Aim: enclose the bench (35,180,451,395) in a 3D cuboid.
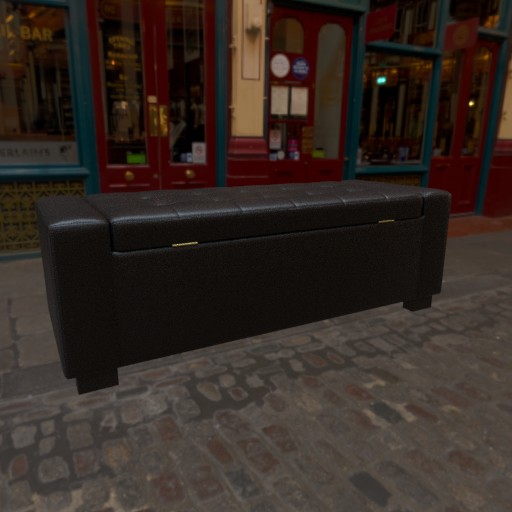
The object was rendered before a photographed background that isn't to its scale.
[{"bbox_3d":[0.000,0.000,1.513,1.296,0.445,0.508,-8,17,-27],"label":"bench"}]
